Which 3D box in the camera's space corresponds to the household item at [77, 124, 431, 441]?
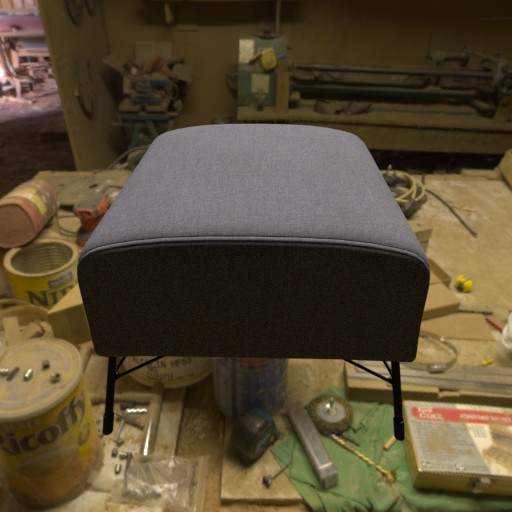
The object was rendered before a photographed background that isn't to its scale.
[{"bbox_3d":[0.000,0.000,0.879,0.530,0.410,0.530,1,33,1],"label":"household item"}]
